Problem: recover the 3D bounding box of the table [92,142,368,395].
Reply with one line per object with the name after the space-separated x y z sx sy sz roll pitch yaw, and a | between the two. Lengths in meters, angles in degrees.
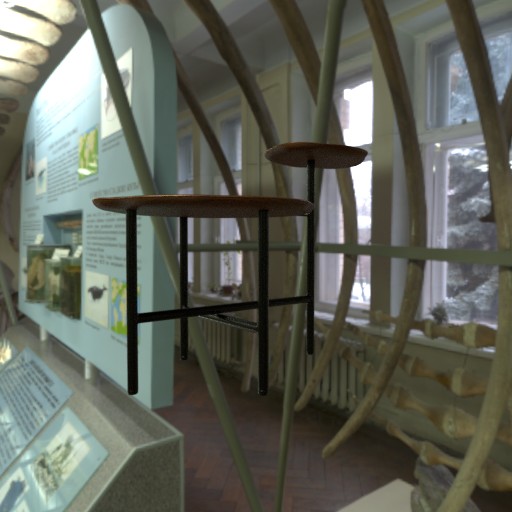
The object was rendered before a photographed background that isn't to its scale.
0.000 0.000 1.070 0.759 0.538 0.442 -1 2 -37 | table
